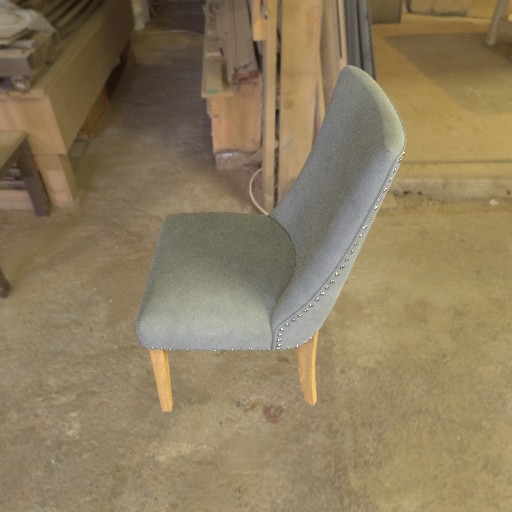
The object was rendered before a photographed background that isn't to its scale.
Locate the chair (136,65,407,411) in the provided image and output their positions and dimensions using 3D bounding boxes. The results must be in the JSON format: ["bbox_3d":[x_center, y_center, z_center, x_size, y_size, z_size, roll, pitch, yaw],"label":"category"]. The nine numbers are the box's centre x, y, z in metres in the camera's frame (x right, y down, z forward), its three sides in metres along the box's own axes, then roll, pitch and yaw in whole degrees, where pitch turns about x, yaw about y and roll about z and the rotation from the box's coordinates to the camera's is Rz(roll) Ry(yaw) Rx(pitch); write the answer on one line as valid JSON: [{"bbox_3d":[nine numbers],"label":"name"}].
[{"bbox_3d":[0.000,0.000,1.252,0.610,0.902,0.495,0,41,0],"label":"chair"}]
